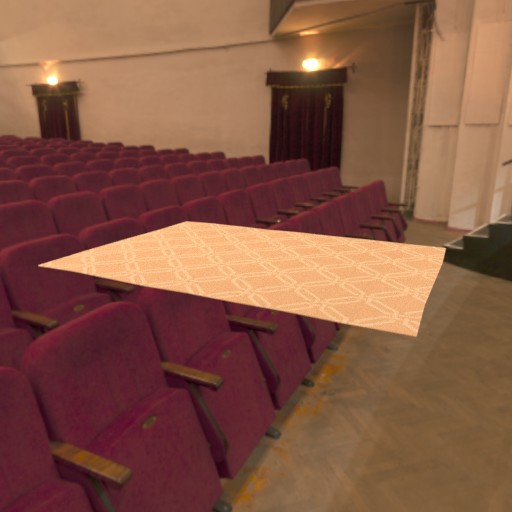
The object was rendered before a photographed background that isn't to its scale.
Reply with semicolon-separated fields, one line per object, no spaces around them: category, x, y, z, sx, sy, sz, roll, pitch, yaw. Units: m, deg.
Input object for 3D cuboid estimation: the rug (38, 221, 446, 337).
rug;0.000;0.000;2.801;2.135;0.013;1.524;8;17;25
